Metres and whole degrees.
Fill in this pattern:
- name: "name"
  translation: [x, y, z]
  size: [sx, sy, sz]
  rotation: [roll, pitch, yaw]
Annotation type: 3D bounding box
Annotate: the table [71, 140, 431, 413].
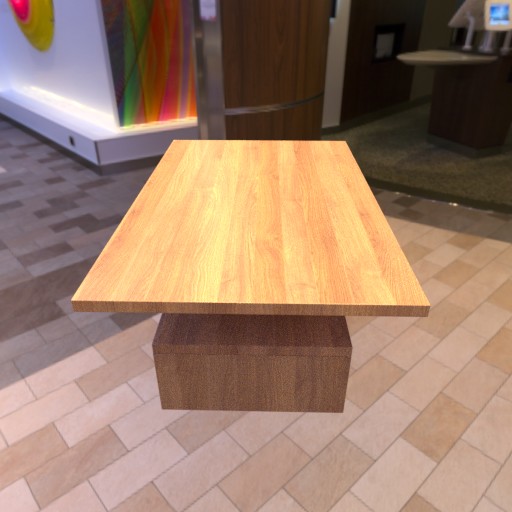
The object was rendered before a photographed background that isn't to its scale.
- name: "table"
  translation: [0.000, 0.000, 1.446]
  size: [0.700, 0.442, 1.100]
  rotation: [1, 31, 1]
